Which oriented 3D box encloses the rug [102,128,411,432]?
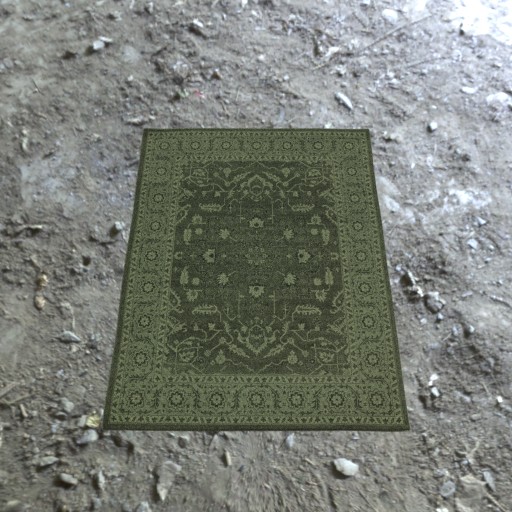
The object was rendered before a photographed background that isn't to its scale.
[{"bbox_3d":[0.000,0.000,4.156,2.451,0.026,3.069,0,65,0],"label":"rug"}]
